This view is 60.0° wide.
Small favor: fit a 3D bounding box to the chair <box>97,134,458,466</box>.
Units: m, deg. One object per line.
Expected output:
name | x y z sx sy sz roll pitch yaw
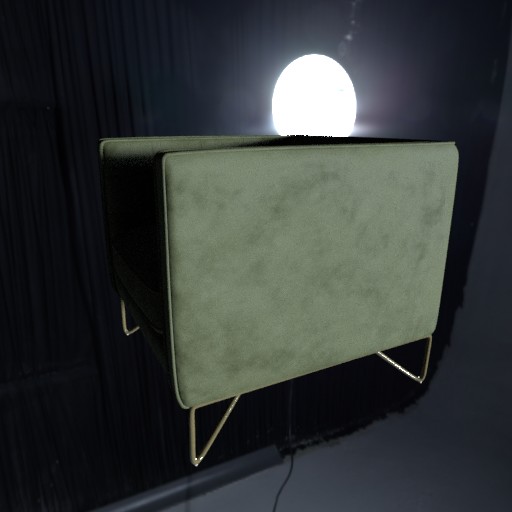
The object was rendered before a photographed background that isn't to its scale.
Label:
chair | 0.000 0.000 1.539 0.894 0.790 0.880 -9 19 -26
